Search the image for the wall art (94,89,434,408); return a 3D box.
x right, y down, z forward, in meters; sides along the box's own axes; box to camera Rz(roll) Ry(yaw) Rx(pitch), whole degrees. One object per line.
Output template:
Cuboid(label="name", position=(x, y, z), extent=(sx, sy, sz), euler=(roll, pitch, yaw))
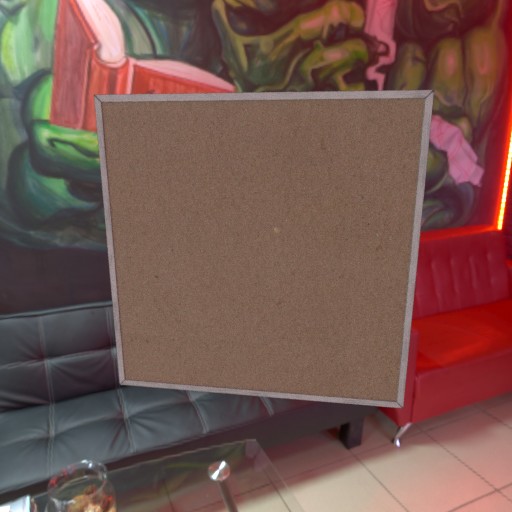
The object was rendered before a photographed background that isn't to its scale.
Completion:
Cuboid(label="wall art", position=(0.000, 0.000, 1.100), extent=(0.762, 0.762, 0.038), euler=(2, 15, 8))
